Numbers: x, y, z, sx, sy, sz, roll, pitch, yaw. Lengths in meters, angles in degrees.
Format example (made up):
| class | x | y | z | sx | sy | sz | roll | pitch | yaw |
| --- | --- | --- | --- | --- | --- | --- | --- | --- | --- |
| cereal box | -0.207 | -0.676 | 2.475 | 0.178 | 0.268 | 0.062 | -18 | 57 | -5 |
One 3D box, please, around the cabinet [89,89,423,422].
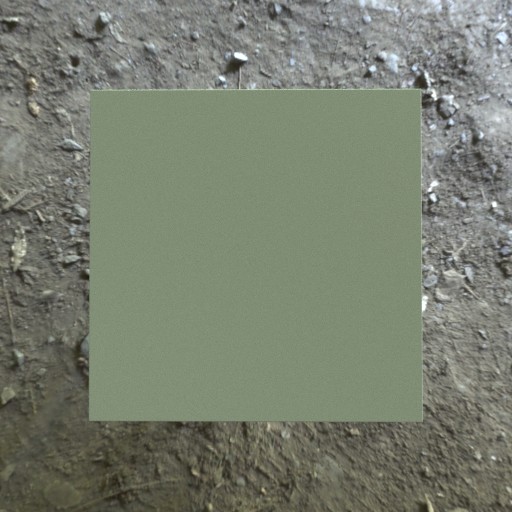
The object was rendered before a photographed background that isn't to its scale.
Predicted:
| class | x | y | z | sx | sy | sz | roll | pitch | yaw |
| --- | --- | --- | --- | --- | --- | --- | --- | --- | --- |
| cabinet | 0.000 | 0.000 | 1.295 | 0.800 | 0.460 | 0.800 | 0 | 89 | 1 |
